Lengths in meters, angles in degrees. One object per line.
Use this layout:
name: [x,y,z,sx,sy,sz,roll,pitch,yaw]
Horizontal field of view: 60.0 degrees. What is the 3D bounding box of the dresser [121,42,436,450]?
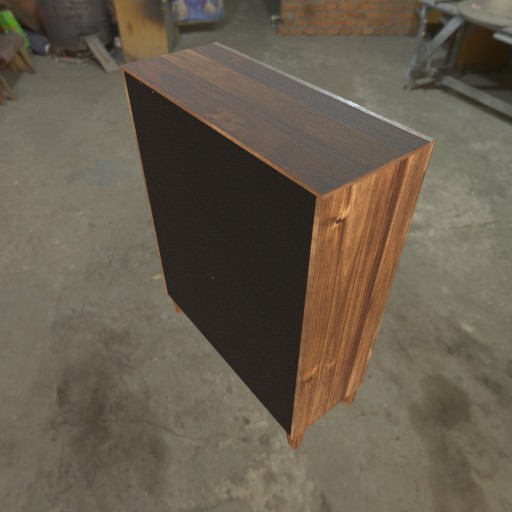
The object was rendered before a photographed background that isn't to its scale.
dresser: [0.000,0.000,1.896,0.442,1.393,1.062,-28,49,-27]
